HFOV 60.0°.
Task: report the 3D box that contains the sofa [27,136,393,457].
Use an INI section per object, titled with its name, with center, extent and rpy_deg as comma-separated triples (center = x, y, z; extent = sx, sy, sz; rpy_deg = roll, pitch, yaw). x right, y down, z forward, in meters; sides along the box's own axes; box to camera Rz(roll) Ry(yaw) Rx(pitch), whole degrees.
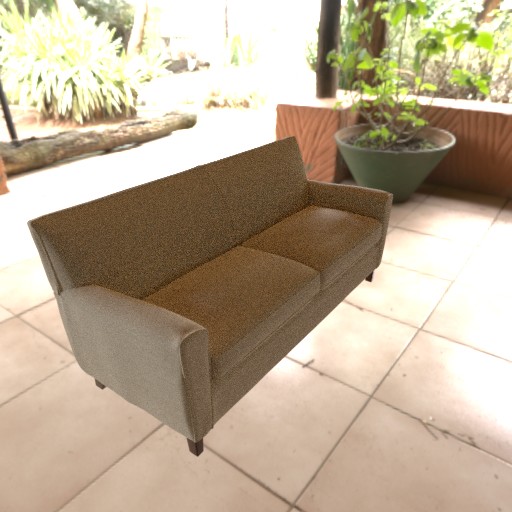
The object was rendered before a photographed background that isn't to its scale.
[sofa]
center = 0.000, 0.000, 2.470
extent = 0.841, 0.907, 2.001
rpy_deg = 18, 32, 32
